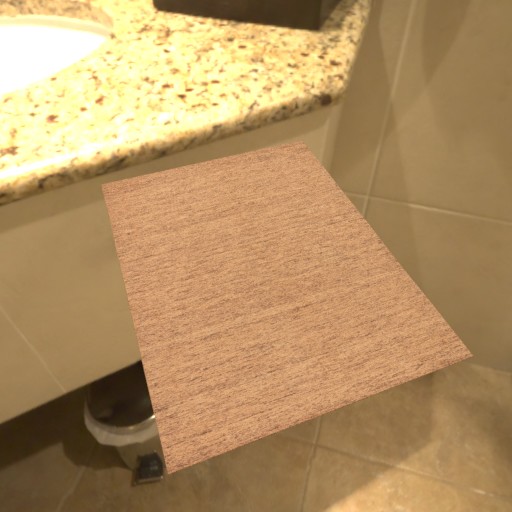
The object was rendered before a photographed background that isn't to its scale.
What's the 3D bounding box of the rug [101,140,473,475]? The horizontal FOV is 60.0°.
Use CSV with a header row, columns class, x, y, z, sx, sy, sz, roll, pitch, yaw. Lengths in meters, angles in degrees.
class,x,y,z,sx,sy,sz,roll,pitch,yaw
rug,0.000,0.000,4.197,2.448,0.013,3.205,-16,50,-14
